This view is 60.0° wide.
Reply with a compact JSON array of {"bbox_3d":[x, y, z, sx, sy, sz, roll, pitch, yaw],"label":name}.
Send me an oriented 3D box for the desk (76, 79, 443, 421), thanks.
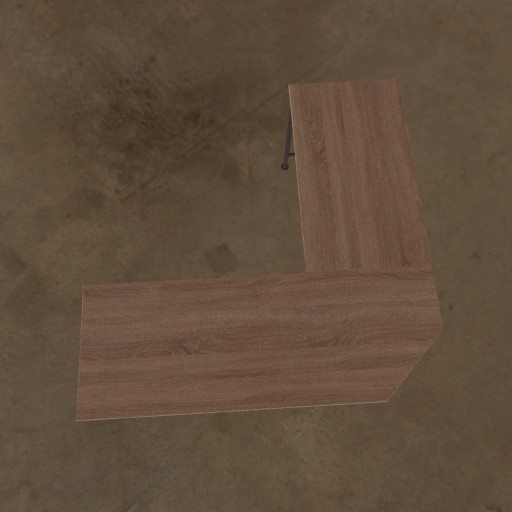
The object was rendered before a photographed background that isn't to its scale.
[{"bbox_3d":[0.000,0.000,2.158,1.379,0.739,1.379,-3,74,-1],"label":"desk"}]
